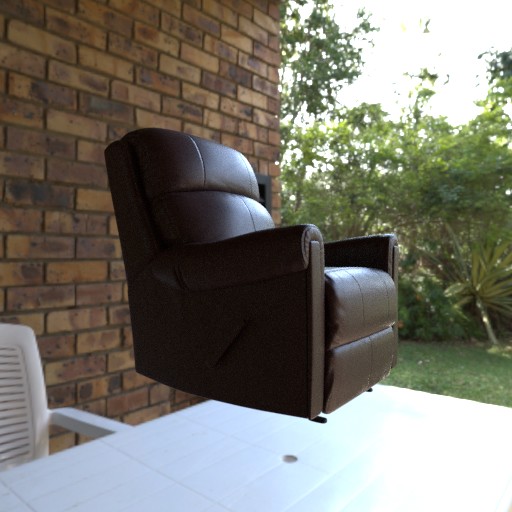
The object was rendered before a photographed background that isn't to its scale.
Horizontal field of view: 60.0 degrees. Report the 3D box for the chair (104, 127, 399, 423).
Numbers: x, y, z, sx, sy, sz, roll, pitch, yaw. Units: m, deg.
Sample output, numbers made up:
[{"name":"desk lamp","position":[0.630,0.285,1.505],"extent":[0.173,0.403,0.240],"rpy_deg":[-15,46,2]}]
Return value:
[{"name":"chair","position":[0.000,0.000,1.809],"extent":[1.014,1.054,0.838],"rpy_deg":[0,0,35]}]
